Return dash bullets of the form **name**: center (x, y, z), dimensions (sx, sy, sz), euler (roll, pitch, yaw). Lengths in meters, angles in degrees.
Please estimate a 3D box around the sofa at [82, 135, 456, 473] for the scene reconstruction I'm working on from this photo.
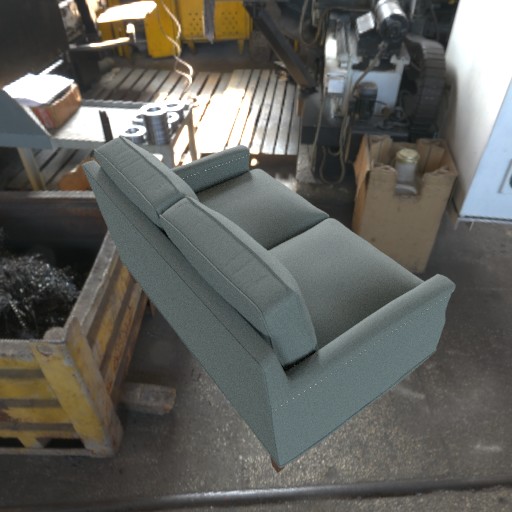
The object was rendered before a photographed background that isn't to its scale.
- **sofa**: center (0.000, 0.000, 2.213), dimensions (1.084, 1.003, 1.597), euler (-26, 47, -27)
